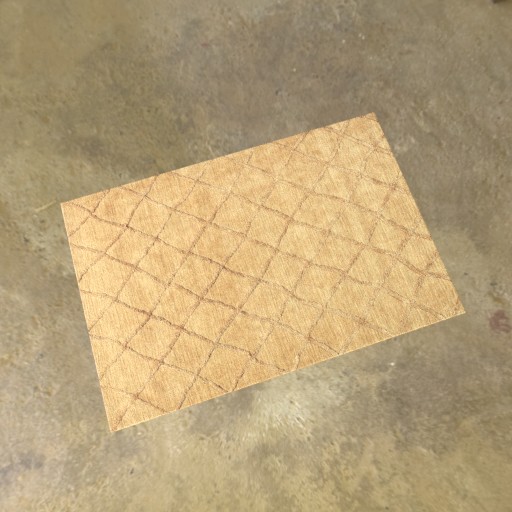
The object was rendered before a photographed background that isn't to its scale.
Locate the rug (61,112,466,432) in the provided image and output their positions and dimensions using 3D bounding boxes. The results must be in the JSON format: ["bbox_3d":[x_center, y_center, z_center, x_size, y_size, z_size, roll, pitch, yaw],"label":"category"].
[{"bbox_3d":[0.000,0.000,2.905,2.292,0.014,1.528,-17,75,-5],"label":"rug"}]
